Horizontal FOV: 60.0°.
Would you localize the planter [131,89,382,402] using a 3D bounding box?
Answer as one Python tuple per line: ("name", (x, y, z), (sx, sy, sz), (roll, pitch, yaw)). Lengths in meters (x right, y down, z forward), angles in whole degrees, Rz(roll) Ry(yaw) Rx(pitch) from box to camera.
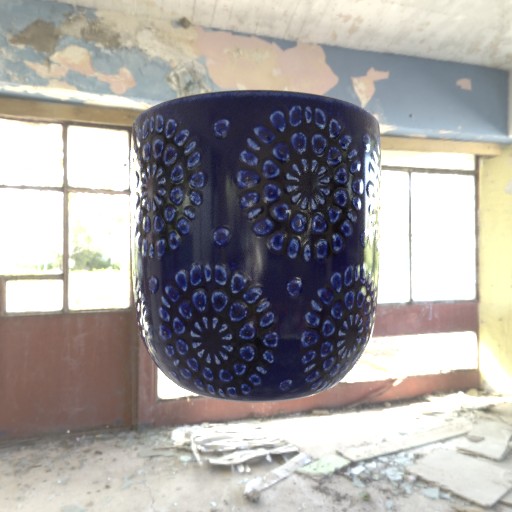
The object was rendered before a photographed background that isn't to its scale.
("planter", (0.000, 0.000, 0.201), (0.109, 0.112, 0.109), (0, 0, 0))
